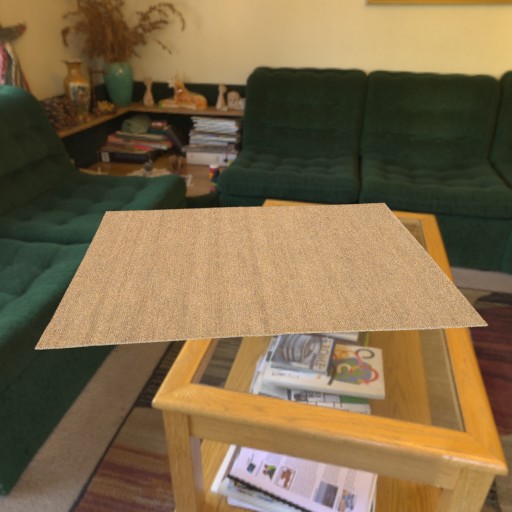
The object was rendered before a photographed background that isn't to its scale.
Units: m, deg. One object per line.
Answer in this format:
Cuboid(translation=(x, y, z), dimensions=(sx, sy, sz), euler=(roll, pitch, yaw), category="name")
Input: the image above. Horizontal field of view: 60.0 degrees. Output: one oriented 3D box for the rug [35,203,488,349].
Cuboid(translation=(0.000, 0.000, 2.887), dimensions=(2.264, 0.030, 1.624), euler=(-2, 29, -4), category="rug")
